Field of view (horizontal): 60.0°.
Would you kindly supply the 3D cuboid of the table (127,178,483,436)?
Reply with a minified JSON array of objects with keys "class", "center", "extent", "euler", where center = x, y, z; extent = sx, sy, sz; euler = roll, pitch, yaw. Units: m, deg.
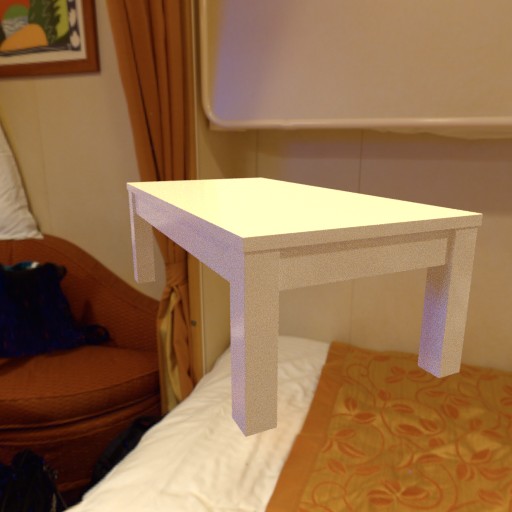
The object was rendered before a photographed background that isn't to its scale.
[{"class":"table","center":[0.000,0.000,1.687],"extent":[0.700,0.470,1.350],"euler":[-7,16,-25]}]
